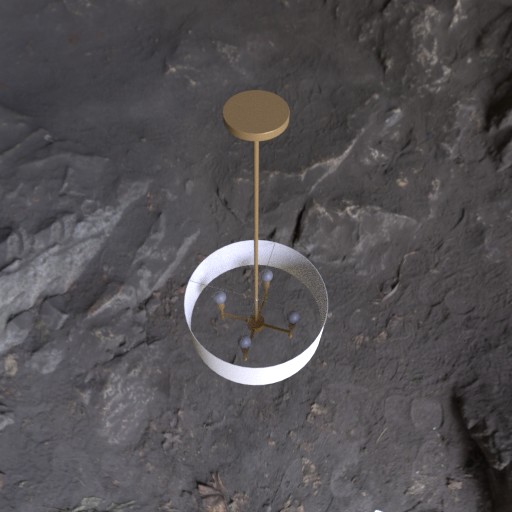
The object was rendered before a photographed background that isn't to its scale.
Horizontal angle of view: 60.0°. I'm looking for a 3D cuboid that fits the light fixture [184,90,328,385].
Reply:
[{"bbox_3d":[0.000,0.000,1.340,0.508,1.067,0.508,0,57,0],"label":"light fixture"}]
